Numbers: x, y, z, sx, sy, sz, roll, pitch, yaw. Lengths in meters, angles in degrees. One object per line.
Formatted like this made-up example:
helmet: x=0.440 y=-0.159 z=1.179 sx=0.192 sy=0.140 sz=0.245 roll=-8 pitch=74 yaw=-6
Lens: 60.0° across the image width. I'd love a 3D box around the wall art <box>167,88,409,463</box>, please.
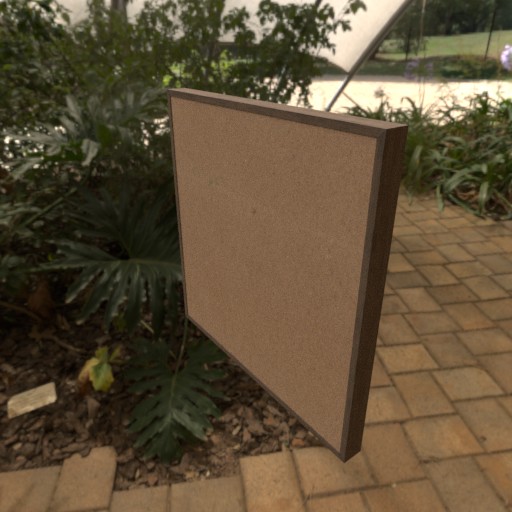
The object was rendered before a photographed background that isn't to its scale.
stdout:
wall art: x=0.000 y=0.000 z=0.770 sx=0.038 sy=0.508 sz=0.508 roll=-18 pitch=32 yaw=-33
